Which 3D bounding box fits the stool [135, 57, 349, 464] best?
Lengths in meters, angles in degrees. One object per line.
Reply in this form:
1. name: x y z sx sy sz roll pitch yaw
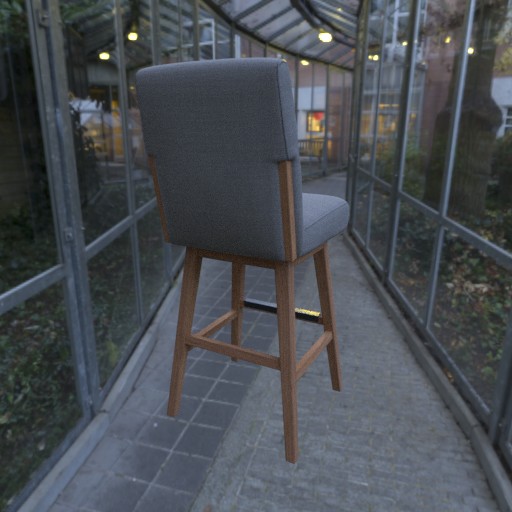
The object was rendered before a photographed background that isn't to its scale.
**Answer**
1. stool: 0.000 0.000 1.432 0.483 1.112 0.570 9 19 27
